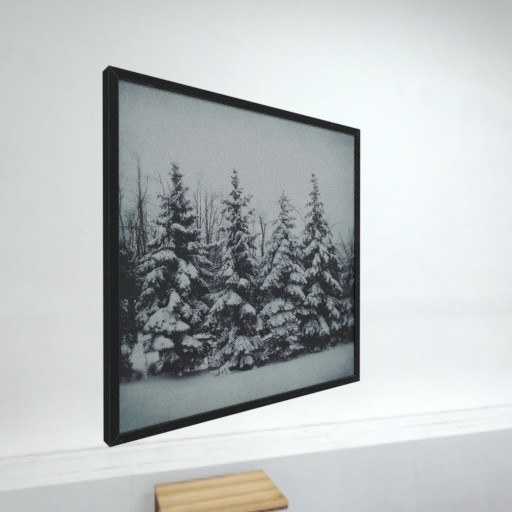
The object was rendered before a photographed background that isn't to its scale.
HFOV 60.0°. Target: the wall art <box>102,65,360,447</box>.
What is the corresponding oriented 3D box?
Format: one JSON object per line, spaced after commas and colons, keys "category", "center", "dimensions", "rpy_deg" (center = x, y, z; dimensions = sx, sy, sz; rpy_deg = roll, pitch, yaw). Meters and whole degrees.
{"category": "wall art", "center": [0.000, 0.000, 1.126], "dimensions": [0.761, 0.761, 0.037], "rpy_deg": [0, 1, -37]}
